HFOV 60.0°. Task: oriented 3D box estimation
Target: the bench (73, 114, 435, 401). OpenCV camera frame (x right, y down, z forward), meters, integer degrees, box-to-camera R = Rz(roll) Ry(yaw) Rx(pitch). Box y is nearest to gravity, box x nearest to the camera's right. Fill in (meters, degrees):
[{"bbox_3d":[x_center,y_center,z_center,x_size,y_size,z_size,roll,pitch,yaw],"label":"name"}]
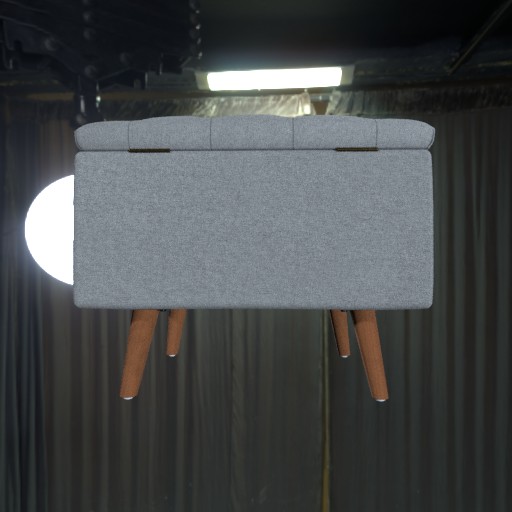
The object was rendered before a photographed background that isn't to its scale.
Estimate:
[{"bbox_3d":[0.000,0.000,0.890,0.572,0.469,0.417,0,-1,1],"label":"bench"}]
